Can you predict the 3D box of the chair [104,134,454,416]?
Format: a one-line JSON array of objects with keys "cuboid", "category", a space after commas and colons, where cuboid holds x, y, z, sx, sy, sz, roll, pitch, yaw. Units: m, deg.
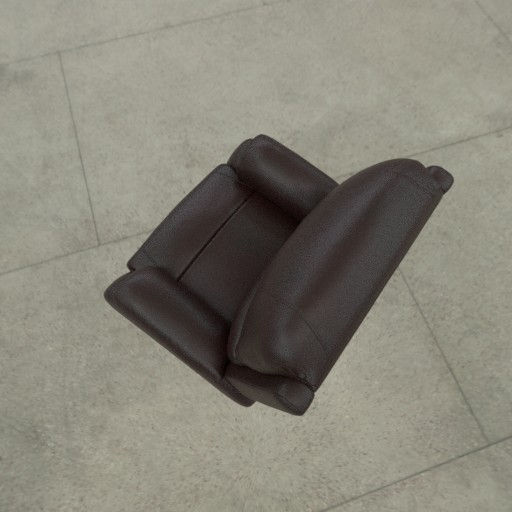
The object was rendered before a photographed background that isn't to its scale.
[{"cuboid": [0.000, 0.000, 1.682, 0.899, 1.011, 0.930, 33, 70, 14], "category": "chair"}]
